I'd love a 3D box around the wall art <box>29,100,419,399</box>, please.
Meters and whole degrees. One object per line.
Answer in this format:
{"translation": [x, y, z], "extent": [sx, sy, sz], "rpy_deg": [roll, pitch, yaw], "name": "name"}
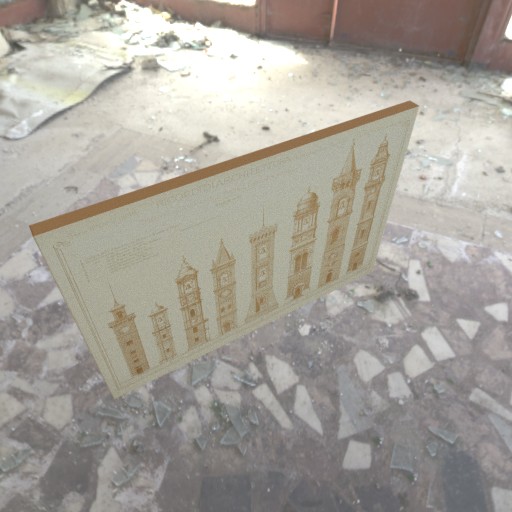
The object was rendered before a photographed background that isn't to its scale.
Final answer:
{"translation": [0.000, 0.000, 1.155], "extent": [0.915, 0.608, 0.033], "rpy_deg": [-23, 50, -21], "name": "wall art"}
